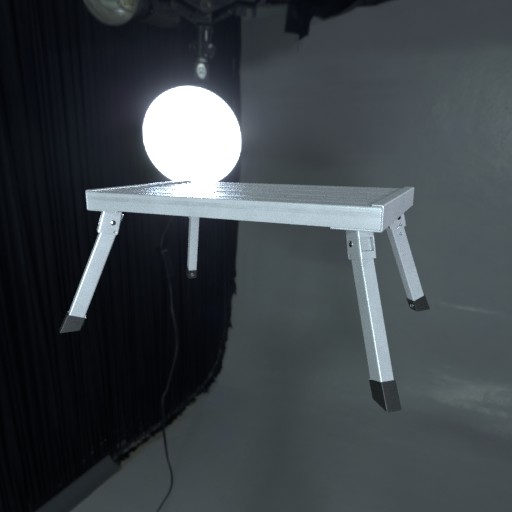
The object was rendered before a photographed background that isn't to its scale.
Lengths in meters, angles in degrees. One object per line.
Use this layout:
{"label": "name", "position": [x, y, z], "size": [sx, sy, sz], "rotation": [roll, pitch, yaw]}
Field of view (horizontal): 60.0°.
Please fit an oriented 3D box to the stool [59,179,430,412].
{"label": "stool", "position": [0.000, 0.000, 0.742], "size": [0.535, 0.225, 0.385], "rotation": [6, 15, 25]}
